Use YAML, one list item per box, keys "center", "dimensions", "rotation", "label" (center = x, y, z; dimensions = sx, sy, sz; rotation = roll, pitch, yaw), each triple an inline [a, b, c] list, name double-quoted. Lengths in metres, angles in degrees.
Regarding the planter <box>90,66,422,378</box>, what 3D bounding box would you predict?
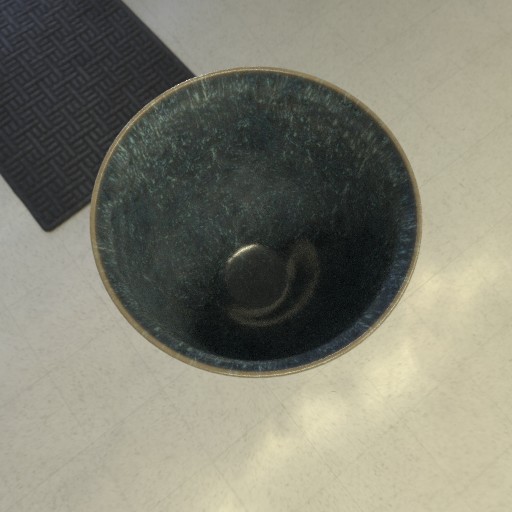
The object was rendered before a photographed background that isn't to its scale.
- center: [0.000, 0.000, 0.362]
  dimensions: [0.195, 0.214, 0.195]
  rotation: [0, 74, 0]
  label: "planter"
